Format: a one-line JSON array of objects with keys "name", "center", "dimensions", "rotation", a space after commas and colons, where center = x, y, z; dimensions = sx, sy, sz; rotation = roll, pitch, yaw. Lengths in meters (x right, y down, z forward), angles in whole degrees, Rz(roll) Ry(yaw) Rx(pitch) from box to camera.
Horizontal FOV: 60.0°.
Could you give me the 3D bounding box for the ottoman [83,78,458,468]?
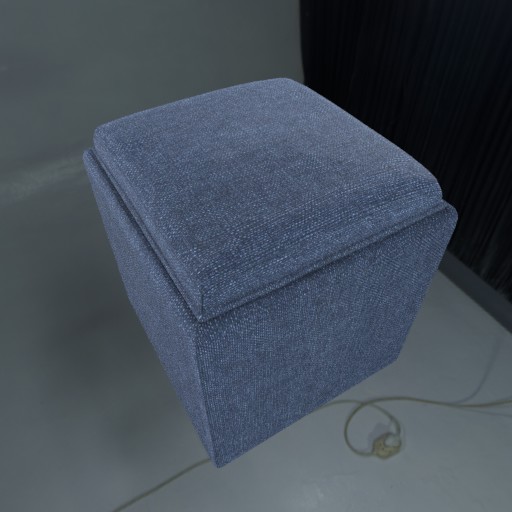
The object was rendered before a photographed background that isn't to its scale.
[{"name": "ottoman", "center": [0.000, 0.000, 0.827], "dimensions": [0.436, 0.493, 0.454], "rotation": [-23, 51, -21]}]
